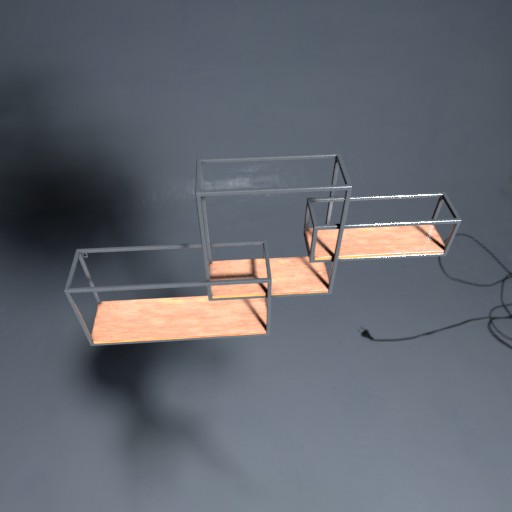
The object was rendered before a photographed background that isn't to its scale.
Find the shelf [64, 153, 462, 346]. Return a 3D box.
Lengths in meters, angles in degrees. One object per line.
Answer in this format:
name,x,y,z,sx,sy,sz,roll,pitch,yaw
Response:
shelf,0.000,0.000,2.142,1.781,0.972,0.275,-3,46,-3
